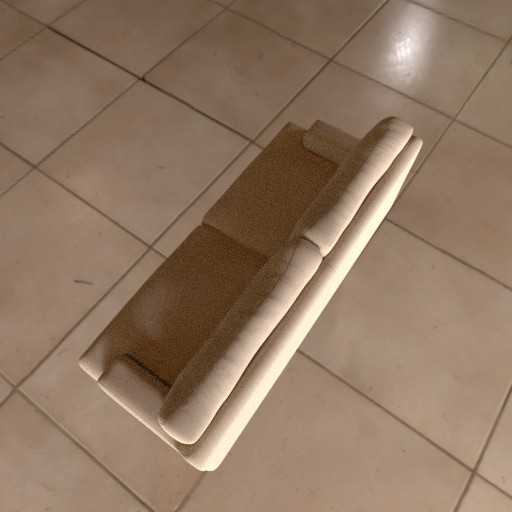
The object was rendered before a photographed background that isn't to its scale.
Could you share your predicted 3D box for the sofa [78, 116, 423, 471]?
[{"bbox_3d":[0.000,0.000,2.585,0.929,0.925,2.147,32,67,15],"label":"sofa"}]
